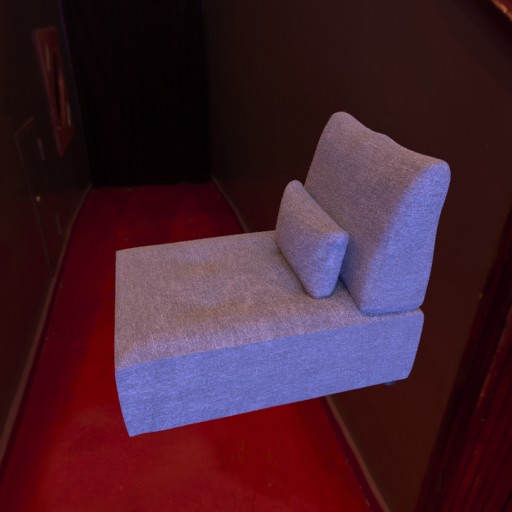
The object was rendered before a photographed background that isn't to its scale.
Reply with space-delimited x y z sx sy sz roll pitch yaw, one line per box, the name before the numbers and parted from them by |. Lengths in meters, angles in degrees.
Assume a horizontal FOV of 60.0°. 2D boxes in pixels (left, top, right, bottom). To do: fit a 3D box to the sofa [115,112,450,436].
sofa | 0.000 0.000 1.574 1.000 0.820 0.700 -8 31 -13
